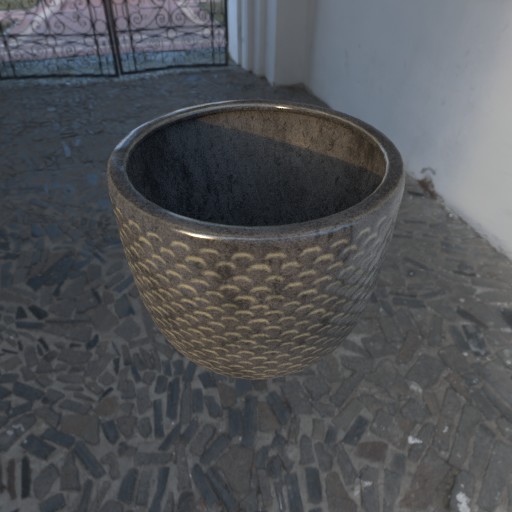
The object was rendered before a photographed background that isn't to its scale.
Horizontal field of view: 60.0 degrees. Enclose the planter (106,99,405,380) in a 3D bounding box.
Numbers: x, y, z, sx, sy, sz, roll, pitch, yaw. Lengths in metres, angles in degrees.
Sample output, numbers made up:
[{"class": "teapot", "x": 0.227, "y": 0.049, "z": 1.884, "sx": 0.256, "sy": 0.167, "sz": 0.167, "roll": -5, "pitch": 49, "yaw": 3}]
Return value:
[{"class": "planter", "x": 0.000, "y": 0.000, "z": 0.310, "sx": 0.172, "sy": 0.160, "sz": 0.172, "roll": 0, "pitch": 39, "yaw": 0}]
